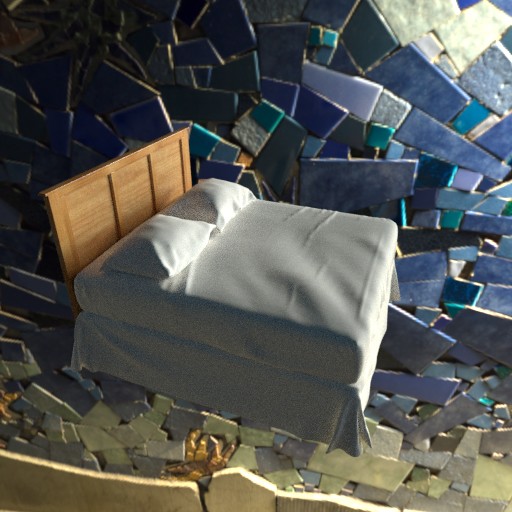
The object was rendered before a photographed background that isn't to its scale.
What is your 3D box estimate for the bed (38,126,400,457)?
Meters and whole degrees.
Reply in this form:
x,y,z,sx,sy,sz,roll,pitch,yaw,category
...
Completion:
x,y,z,sx,sy,sz,roll,pitch,yaw,category
0.000,0.000,3.158,2.035,1.273,1.870,11,32,19,bed
